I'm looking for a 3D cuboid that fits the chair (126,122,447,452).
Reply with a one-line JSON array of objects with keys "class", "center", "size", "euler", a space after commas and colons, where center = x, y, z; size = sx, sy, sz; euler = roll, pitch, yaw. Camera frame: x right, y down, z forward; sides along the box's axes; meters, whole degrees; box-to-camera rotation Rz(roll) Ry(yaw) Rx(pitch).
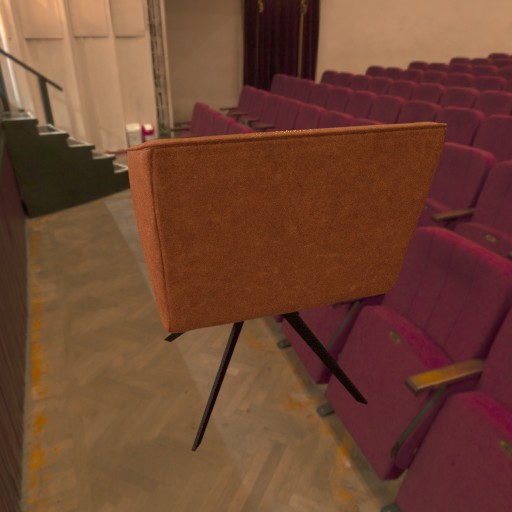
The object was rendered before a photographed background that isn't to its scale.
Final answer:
[{"class": "chair", "center": [0.000, 0.000, 1.184], "size": [0.588, 0.760, 0.625], "euler": [-9, 27, -17]}]
